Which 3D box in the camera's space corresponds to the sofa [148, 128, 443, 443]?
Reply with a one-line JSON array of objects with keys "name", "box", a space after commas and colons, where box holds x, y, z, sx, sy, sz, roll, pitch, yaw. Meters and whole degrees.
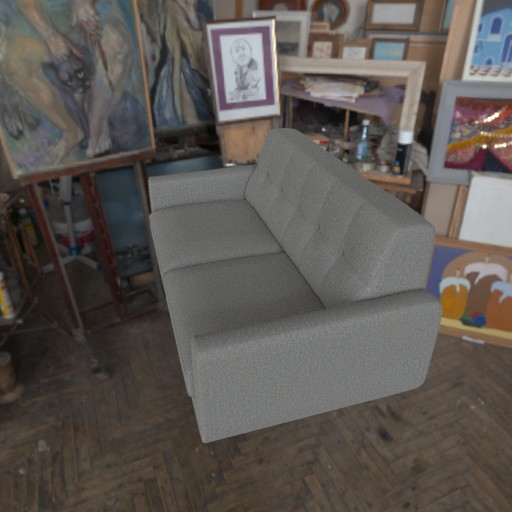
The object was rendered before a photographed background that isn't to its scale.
[{"name": "sofa", "box": [0.000, 0.000, 2.255, 0.952, 0.925, 1.651, -9, 32, -15]}]
